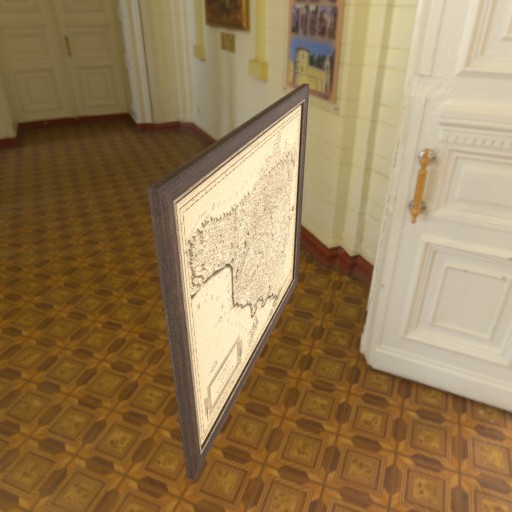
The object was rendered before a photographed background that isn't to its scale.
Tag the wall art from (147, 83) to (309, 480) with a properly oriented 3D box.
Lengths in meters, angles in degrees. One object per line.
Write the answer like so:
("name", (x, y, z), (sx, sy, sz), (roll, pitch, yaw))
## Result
("wall art", (0.000, 0.000, 1.426), (0.023, 0.875, 1.033), (11, 33, 18))
